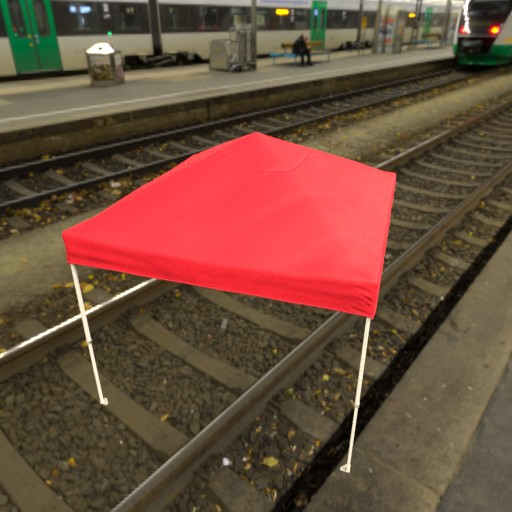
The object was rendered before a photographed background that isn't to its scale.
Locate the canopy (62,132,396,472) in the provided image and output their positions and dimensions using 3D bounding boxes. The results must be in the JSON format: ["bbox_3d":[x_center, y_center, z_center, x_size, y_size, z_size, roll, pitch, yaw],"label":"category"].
[{"bbox_3d":[0.000,0.000,5.446,2.996,2.997,2.998,9,29,16],"label":"canopy"}]
